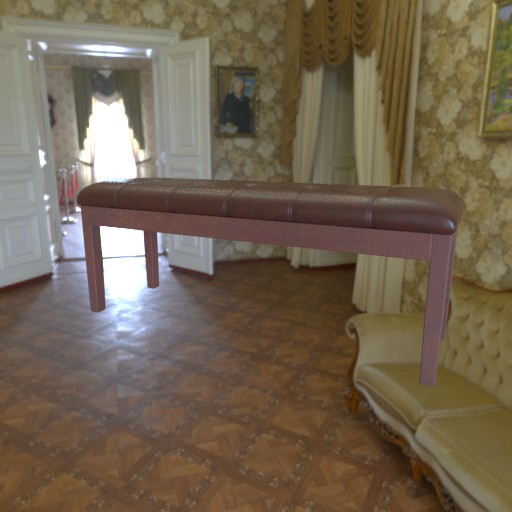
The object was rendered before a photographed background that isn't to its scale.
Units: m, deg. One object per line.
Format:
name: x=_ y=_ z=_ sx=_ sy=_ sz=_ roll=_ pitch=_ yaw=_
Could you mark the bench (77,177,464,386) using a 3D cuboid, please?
bench: x=0.000 y=0.000 z=1.526 sx=1.259 sy=0.491 sz=0.401 roll=7 pitch=15 yaw=26
